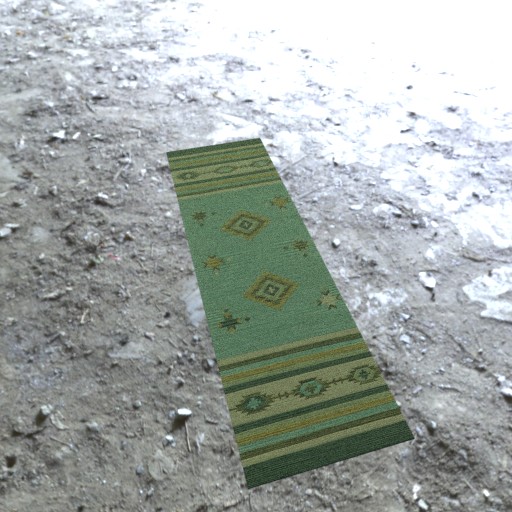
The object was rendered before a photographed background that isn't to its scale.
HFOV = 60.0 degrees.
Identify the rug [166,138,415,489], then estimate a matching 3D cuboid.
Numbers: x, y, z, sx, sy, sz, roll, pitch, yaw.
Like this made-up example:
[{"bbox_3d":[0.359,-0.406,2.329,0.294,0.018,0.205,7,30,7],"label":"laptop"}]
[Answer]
[{"bbox_3d":[0.000,0.000,2.645,0.744,0.010,2.441,-11,48,-10],"label":"rug"}]
